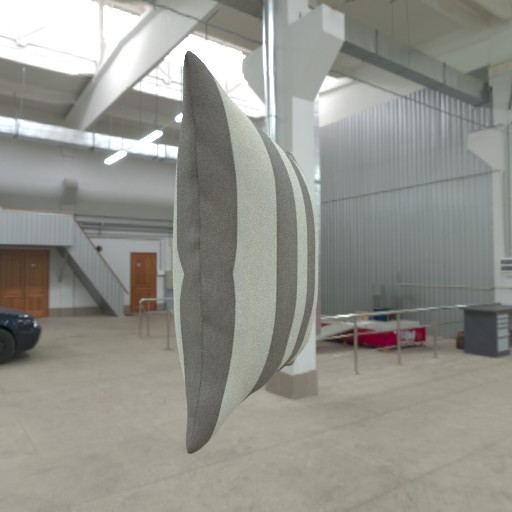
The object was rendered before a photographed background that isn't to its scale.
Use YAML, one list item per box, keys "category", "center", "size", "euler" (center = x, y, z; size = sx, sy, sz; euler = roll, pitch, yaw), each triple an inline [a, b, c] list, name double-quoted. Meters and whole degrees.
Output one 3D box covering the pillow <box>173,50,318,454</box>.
- category: "pillow"
  center: [0.000, 0.000, 0.797]
  size: [0.192, 0.507, 0.522]
  euler: [-1, -2, 19]
